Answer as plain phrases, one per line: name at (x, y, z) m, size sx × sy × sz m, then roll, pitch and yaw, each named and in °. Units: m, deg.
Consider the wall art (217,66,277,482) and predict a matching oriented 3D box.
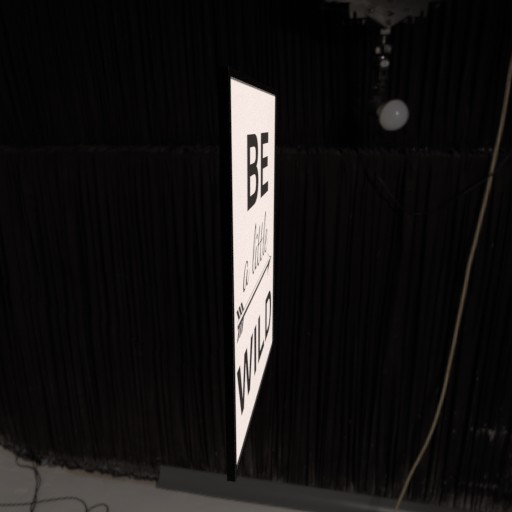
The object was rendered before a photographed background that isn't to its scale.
wall art at (0.000, 0.000, 0.796) m, size 0.013 × 0.582 × 0.442 m, roll 3°, pitch 17°, yaw 9°
